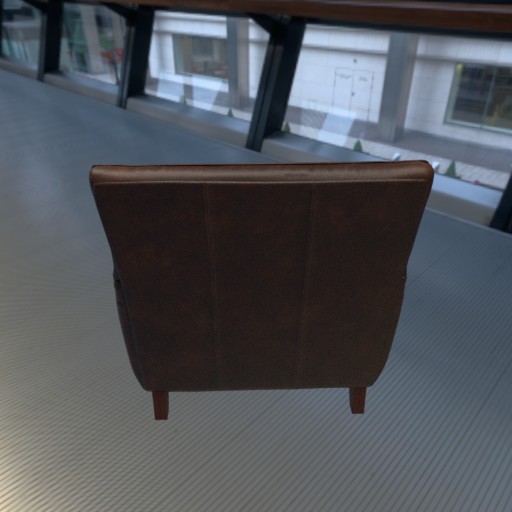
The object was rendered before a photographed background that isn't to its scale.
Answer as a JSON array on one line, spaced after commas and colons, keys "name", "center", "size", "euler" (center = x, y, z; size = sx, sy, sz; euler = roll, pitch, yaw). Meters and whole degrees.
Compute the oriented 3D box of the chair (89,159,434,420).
[{"name": "chair", "center": [0.000, 0.000, 1.593], "size": [0.870, 0.943, 0.823], "euler": [-1, 31, -2]}]
